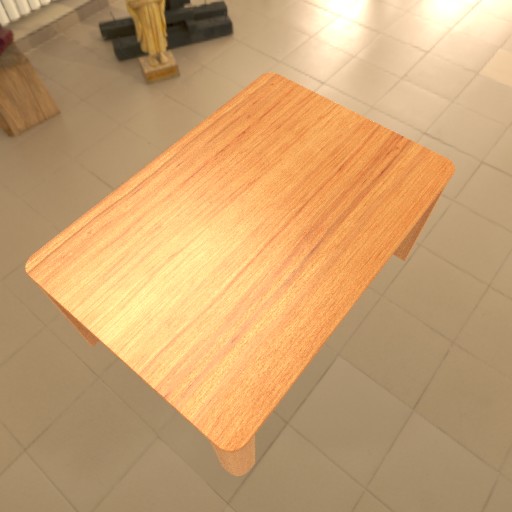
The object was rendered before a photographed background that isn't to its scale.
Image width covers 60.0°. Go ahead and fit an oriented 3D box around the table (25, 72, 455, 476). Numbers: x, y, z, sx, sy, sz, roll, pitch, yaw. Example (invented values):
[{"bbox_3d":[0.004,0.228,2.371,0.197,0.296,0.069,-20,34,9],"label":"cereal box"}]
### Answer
[{"bbox_3d":[0.000,0.000,1.364,0.696,0.445,0.997,34,64,20],"label":"table"}]
